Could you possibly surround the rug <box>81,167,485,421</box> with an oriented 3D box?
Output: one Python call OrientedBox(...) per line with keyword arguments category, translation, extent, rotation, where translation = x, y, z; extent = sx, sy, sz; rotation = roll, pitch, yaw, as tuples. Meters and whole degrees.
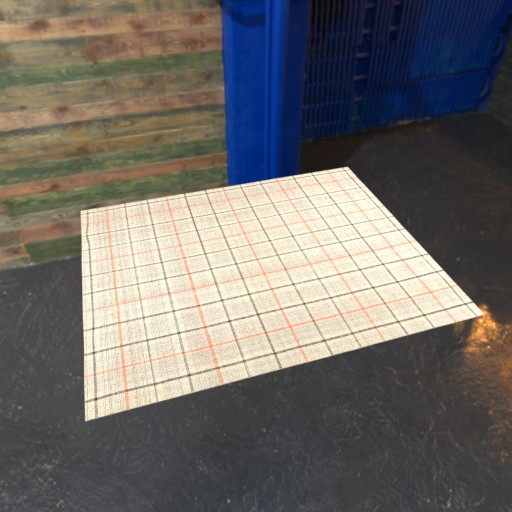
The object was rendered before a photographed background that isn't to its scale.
OrientedBox(category="rug", translation=(0.000, 0.000, 4.060), extent=(3.048, 0.012, 2.444), rotation=(-12, 42, -13))
